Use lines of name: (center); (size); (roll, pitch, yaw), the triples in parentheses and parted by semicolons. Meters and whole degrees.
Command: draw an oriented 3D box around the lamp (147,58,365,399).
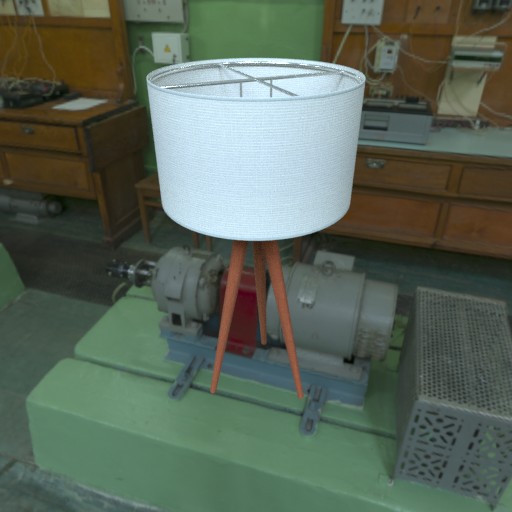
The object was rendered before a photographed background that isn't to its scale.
lamp: (0.000, 0.000, 0.919); (0.355, 0.709, 0.354); (9, 33, 13)
